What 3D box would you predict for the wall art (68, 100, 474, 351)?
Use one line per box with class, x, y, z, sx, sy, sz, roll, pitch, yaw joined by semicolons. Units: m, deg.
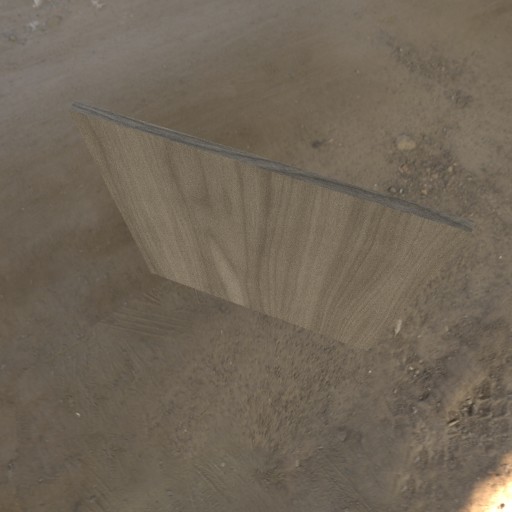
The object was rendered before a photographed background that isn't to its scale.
wall art;0.000;0.000;0.752;0.508;0.507;0.016;19;65;9
